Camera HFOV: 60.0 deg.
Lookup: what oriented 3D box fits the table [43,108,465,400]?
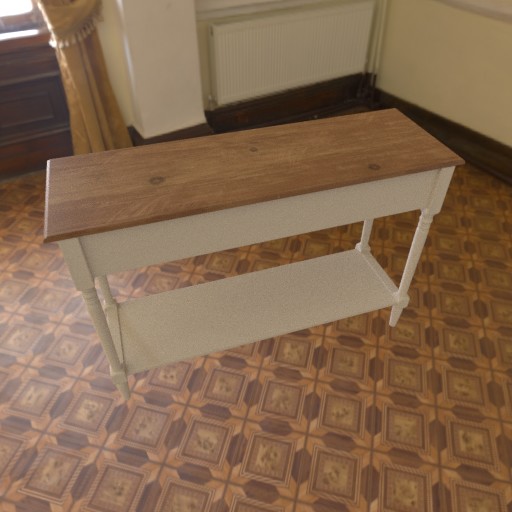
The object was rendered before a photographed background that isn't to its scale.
[{"bbox_3d":[0.000,0.000,1.618,1.219,0.800,0.399,-12,43,-13],"label":"table"}]
